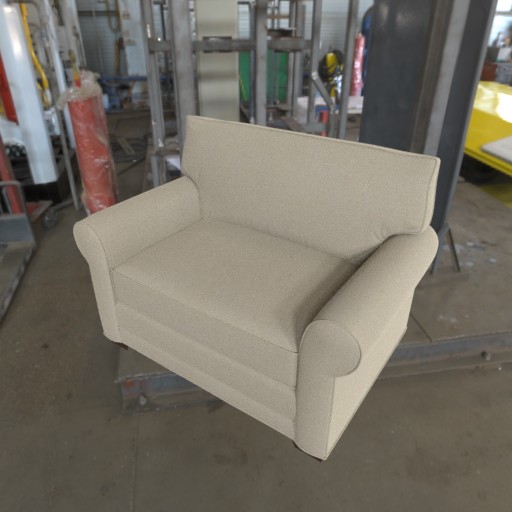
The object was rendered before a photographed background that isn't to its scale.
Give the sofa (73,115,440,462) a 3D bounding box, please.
[{"bbox_3d":[0.000,0.000,2.032,1.405,1.006,0.937,19,35,30],"label":"sofa"}]
